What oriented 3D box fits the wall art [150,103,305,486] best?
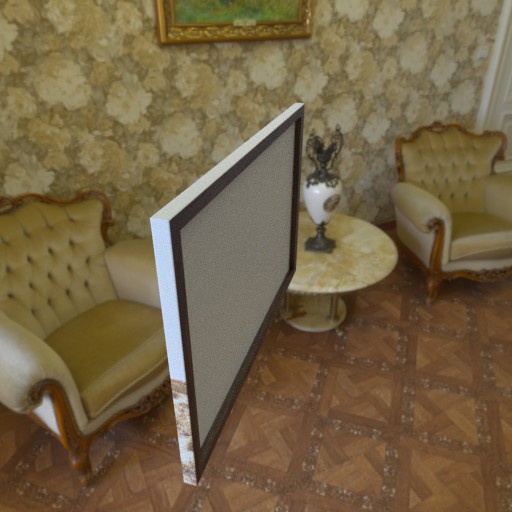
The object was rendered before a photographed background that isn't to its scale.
[{"bbox_3d":[0.000,0.000,1.931,0.051,1.016,1.520,9,31,15],"label":"wall art"}]
